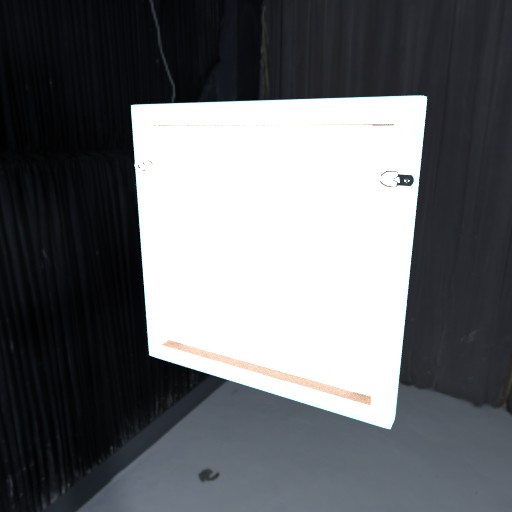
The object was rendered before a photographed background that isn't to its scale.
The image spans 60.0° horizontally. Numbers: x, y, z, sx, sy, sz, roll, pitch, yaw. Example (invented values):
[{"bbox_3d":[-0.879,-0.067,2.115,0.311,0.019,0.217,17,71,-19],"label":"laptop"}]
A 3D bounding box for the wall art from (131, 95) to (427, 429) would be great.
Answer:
[{"bbox_3d":[0.000,0.000,1.625,1.071,1.073,0.070,9,18,27],"label":"wall art"}]
